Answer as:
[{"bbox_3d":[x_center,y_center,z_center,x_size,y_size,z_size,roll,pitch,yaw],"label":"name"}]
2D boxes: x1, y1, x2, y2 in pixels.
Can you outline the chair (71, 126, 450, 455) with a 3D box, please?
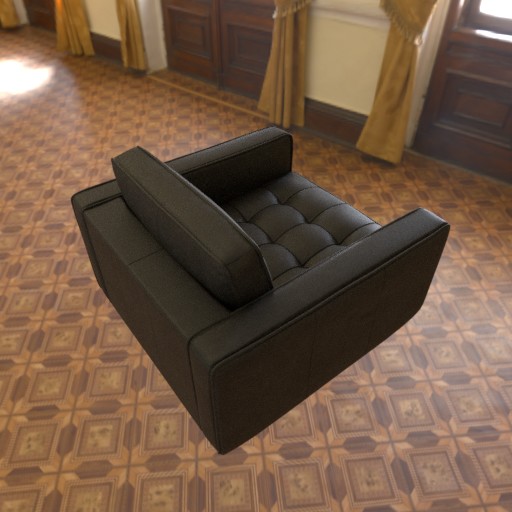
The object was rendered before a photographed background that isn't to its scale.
[{"bbox_3d":[0.000,0.000,1.555,0.914,0.763,0.889,-27,48,-27],"label":"chair"}]
